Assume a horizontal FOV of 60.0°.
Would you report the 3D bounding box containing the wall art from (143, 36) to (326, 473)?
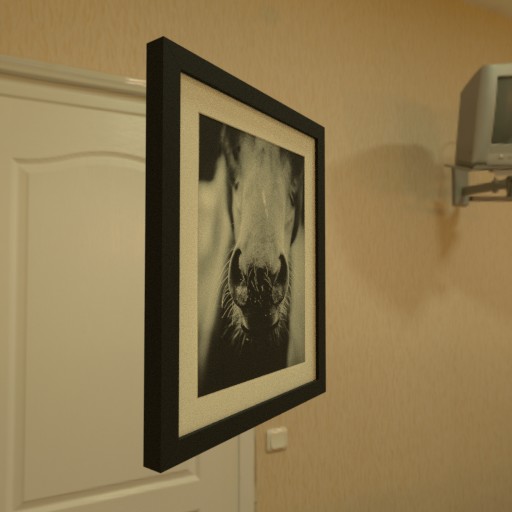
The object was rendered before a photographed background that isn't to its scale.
[{"bbox_3d":[0.000,0.000,0.760,0.033,0.559,0.457,-1,-2,36],"label":"wall art"}]
